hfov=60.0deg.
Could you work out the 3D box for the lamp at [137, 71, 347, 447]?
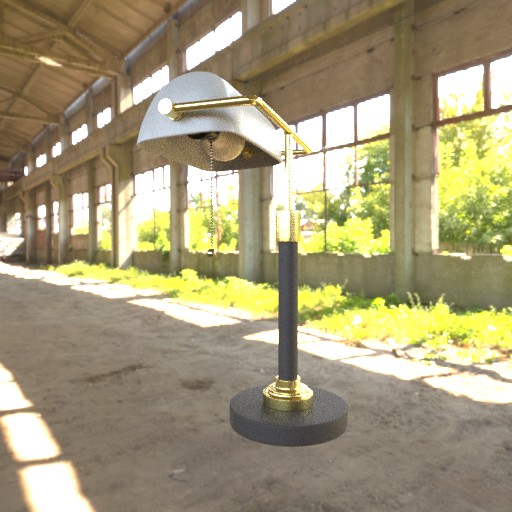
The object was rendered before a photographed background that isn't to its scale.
[{"bbox_3d":[0.000,0.000,0.553,0.227,0.404,0.269,1,2,19],"label":"lamp"}]
